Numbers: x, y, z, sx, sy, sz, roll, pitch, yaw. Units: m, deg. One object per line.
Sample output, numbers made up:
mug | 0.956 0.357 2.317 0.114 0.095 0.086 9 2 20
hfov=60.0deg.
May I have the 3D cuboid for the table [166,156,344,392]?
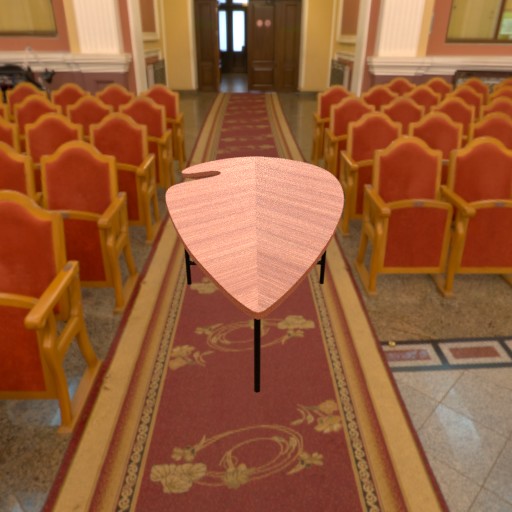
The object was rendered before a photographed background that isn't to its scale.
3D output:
table | 0.000 0.000 1.460 0.598 0.360 1.199 0 27 0
